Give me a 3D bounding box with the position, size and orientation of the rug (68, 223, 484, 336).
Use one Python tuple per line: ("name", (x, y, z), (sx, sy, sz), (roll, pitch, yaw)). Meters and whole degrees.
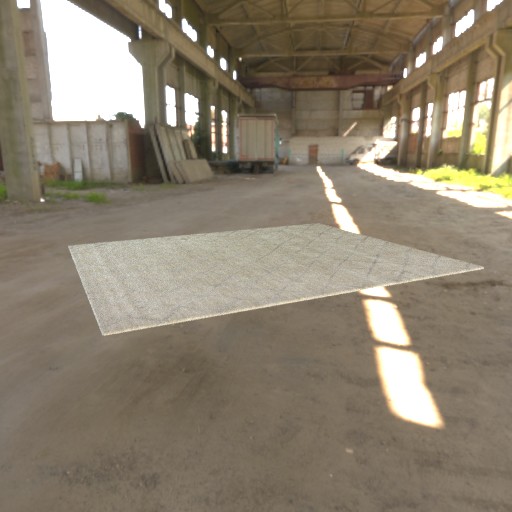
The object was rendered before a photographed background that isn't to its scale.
("rug", (0.000, 0.000, 4.085), (3.038, 0.019, 2.420), (-7, 15, -26))
